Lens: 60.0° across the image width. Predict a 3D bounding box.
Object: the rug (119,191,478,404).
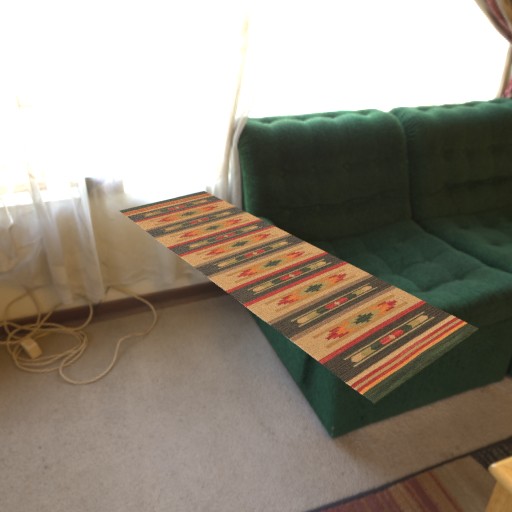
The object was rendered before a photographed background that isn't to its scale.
[{"bbox_3d":[0.000,0.000,2.728,0.760,0.009,2.440,-20,34,-33],"label":"rug"}]
